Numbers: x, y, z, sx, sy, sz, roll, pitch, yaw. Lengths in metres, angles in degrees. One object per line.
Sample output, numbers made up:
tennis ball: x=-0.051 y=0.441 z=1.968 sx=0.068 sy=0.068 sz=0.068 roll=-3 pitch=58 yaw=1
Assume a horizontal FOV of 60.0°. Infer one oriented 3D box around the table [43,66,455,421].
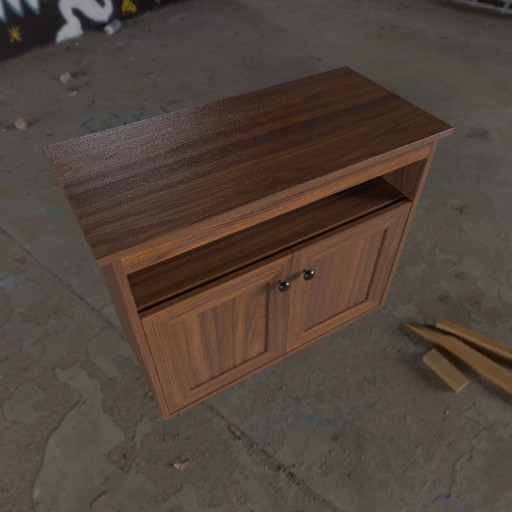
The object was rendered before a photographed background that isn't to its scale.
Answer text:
table: x=0.000 y=0.000 z=1.210 sx=0.802 sy=0.725 sz=0.390 roll=-23 pitch=50 yaw=-21
